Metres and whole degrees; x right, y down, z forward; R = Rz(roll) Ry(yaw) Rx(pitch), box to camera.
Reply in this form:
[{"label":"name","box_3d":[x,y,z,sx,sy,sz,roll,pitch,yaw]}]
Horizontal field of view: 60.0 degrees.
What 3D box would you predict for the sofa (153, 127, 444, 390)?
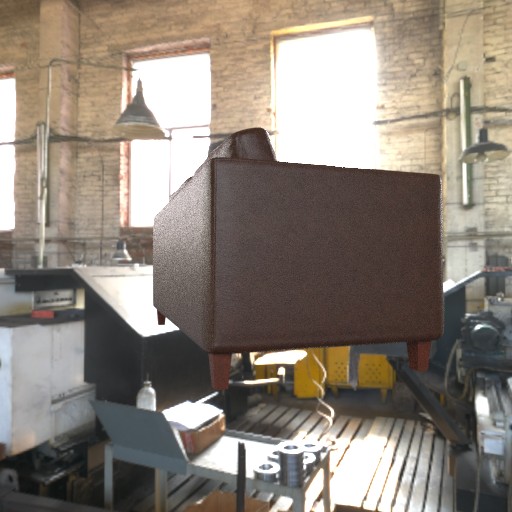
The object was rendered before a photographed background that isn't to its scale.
[{"label":"sofa","box_3d":[0.000,0.000,2.433,0.951,0.933,1.883,0,-1,-19]}]
